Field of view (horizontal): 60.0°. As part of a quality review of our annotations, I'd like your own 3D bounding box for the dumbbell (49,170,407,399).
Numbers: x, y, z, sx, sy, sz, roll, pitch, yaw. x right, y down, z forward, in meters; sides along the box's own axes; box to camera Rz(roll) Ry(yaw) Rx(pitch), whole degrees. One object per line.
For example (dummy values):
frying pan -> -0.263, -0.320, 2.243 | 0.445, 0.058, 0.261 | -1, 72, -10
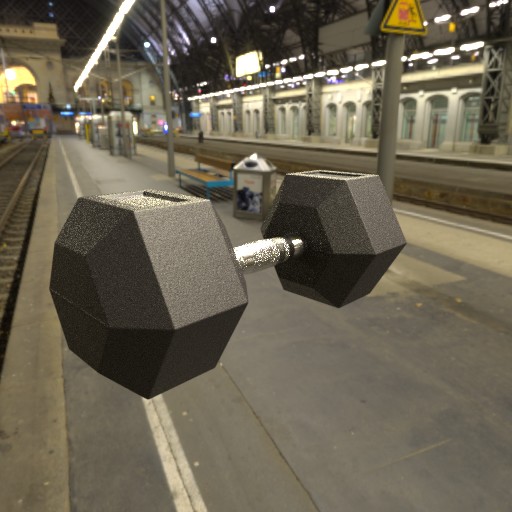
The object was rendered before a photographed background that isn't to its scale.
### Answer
dumbbell -> 0.000, 0.000, 0.328 | 0.271, 0.106, 0.122 | -16, 23, -43
